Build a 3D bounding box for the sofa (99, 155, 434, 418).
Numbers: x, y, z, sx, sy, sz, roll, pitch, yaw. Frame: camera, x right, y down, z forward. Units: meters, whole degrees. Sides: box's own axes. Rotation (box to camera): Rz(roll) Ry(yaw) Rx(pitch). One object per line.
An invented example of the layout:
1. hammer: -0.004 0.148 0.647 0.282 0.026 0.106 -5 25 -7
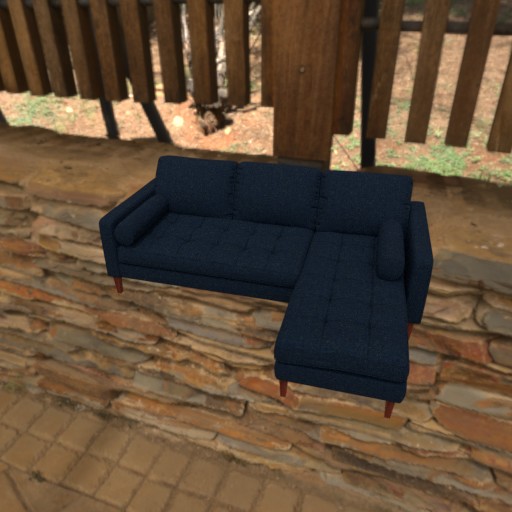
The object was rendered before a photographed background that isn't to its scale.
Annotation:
1. sofa: 0.000 0.000 2.933 2.185 0.841 1.613 8 31 13
